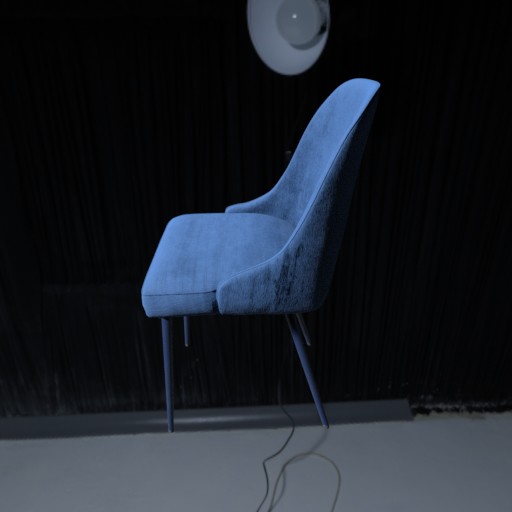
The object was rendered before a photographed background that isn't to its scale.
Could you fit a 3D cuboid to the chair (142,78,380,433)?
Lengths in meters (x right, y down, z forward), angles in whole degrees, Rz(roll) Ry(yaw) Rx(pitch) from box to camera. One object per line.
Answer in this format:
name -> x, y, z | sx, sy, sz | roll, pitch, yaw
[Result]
chair -> 0.000, 0.000, 1.220 | 0.559, 0.896, 0.478 | 0, 27, -1
